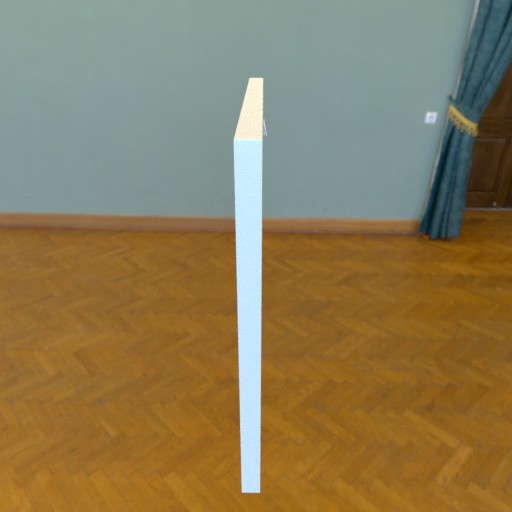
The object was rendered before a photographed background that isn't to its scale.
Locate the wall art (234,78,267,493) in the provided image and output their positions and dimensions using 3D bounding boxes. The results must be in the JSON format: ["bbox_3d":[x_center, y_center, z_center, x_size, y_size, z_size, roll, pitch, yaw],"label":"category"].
[{"bbox_3d":[0.000,0.000,1.121,0.050,0.762,0.761,0,28,1],"label":"wall art"}]
